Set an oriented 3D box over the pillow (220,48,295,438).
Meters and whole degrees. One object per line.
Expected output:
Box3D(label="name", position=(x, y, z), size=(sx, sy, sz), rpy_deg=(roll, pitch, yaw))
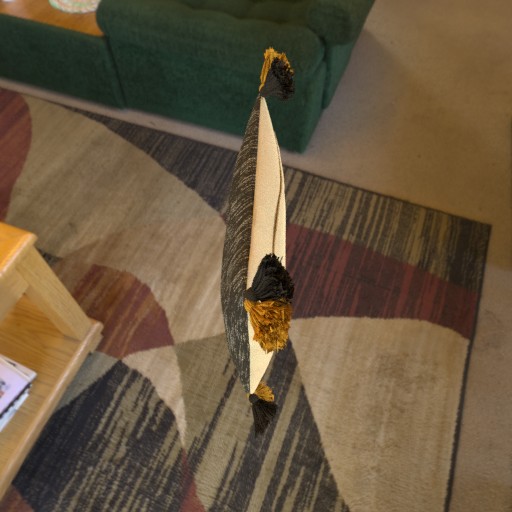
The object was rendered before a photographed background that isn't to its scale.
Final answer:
Box3D(label="pillow", position=(0.000, 0.000, 0.971), size=(0.139, 0.659, 0.654), rpy_deg=(3, 58, 2))
